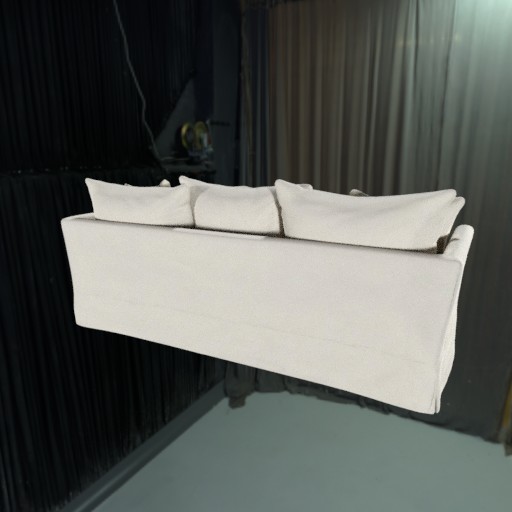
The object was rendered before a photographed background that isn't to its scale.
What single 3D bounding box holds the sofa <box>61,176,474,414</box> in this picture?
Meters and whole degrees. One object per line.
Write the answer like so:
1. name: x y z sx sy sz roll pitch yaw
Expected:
1. sofa: 0.000 0.000 2.903 2.499 1.047 1.046 7 15 27
